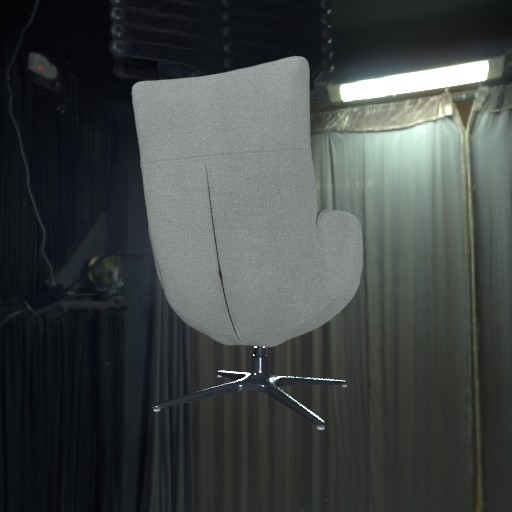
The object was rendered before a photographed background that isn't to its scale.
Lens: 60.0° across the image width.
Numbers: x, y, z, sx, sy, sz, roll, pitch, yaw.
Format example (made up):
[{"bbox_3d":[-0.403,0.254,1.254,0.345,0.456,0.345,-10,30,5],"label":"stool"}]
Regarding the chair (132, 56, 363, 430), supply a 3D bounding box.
[{"bbox_3d":[0.000,0.000,1.583,0.711,1.016,0.889,-1,-3,19],"label":"chair"}]
